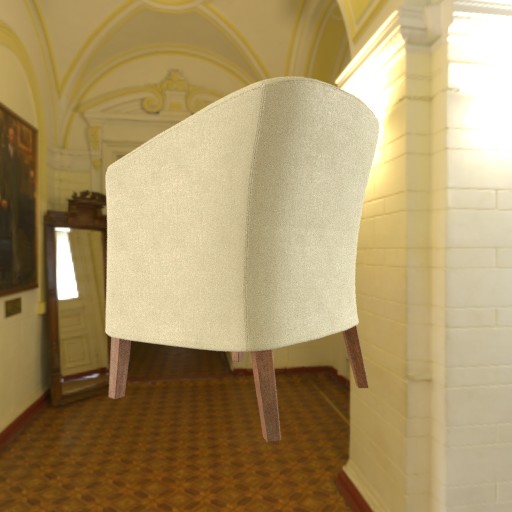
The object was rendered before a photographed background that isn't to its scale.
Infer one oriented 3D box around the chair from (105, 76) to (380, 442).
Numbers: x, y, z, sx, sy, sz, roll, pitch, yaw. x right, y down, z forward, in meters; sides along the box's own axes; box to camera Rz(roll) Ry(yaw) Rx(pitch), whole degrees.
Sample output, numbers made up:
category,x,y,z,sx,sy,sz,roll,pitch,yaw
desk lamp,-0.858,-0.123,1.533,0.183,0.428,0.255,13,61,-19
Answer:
category,x,y,z,sx,sy,sz,roll,pitch,yaw
chair,0.000,0.000,1.333,0.657,0.822,0.643,0,0,37
